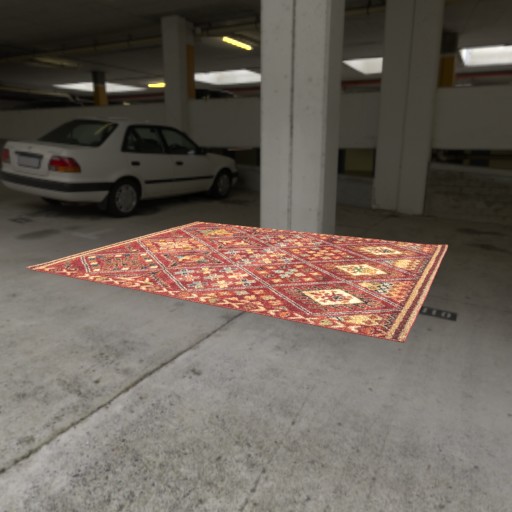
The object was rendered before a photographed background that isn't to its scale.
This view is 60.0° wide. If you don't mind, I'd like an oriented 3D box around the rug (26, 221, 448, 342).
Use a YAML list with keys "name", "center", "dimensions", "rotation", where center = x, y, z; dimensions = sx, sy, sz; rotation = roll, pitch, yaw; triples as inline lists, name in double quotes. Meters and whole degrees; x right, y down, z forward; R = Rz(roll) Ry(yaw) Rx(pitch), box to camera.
- name: "rug"
  center: [0.000, 0.000, 4.102]
  dimensions: [3.086, 0.030, 2.489]
  rotation: [8, 16, 27]
